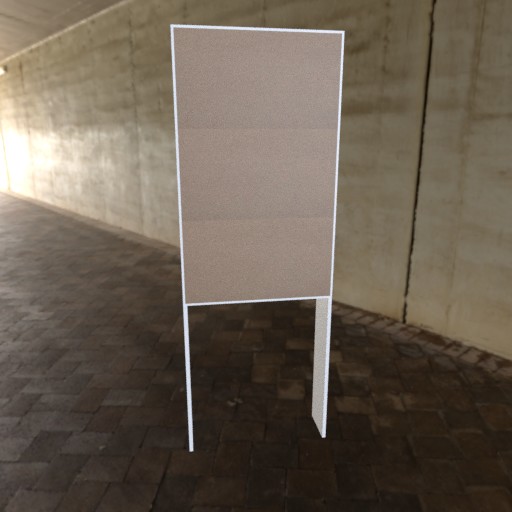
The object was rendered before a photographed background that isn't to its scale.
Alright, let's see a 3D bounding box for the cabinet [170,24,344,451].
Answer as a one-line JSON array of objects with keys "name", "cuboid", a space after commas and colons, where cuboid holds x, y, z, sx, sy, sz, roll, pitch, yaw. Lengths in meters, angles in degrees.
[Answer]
[{"name": "cabinet", "cuboid": [0.000, 0.000, 1.933, 0.643, 1.770, 0.192, -2, 15, -9]}]
